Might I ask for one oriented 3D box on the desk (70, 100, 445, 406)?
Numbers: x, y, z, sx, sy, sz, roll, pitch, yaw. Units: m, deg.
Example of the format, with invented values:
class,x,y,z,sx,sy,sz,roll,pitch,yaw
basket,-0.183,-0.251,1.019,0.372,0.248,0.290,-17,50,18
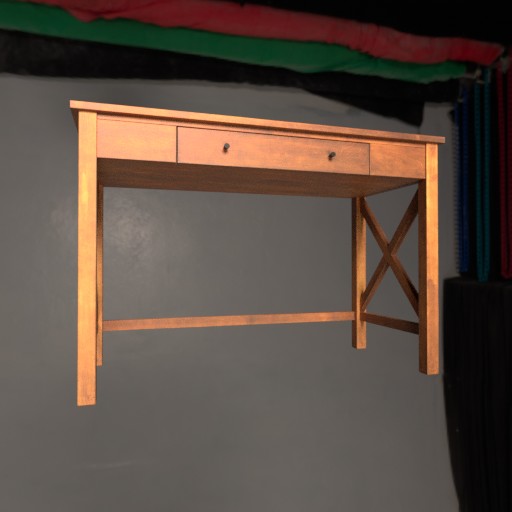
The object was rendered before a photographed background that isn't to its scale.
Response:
class,x,y,z,sx,sy,sz,roll,pitch,yaw
desk,0.000,0.000,1.495,1.117,0.762,0.508,0,-1,-17
